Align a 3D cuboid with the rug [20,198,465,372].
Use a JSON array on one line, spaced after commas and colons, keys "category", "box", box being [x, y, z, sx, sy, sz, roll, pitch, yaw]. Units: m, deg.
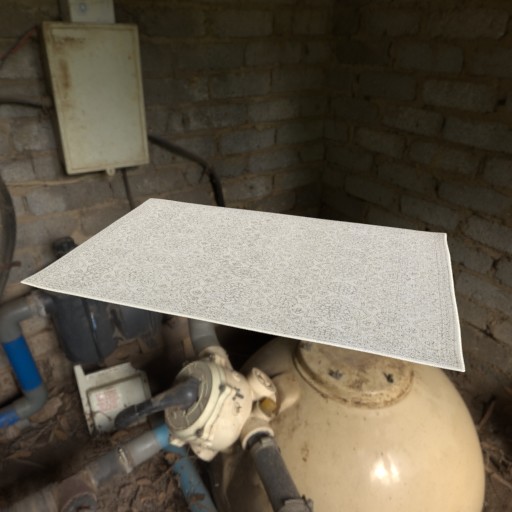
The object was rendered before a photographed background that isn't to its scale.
[{"category": "rug", "box": [0.000, 0.000, 2.333, 1.947, 0.023, 1.214, 8, 29, 16]}]
